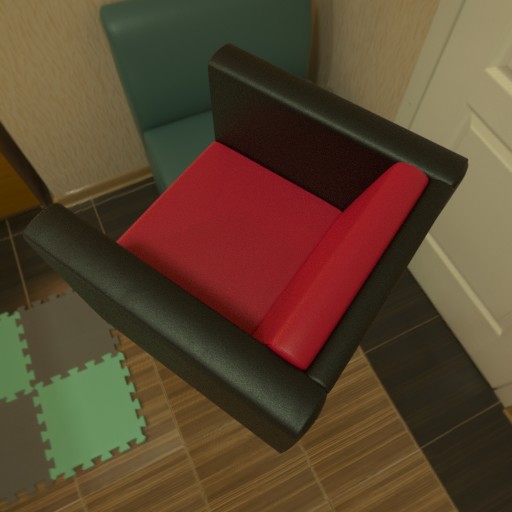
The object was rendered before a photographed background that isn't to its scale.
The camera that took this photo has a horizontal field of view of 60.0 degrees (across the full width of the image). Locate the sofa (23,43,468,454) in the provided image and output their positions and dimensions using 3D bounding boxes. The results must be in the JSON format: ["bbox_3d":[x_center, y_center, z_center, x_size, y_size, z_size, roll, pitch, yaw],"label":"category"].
[{"bbox_3d":[0.000,0.000,1.407,0.809,0.724,0.839,32,67,15],"label":"sofa"}]
